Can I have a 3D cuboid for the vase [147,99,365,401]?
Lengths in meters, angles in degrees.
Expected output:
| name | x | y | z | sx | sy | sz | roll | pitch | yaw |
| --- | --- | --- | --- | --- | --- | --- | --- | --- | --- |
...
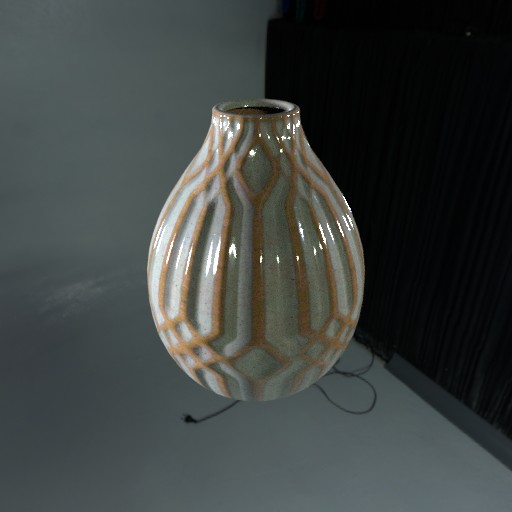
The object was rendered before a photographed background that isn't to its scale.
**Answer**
| name | x | y | z | sx | sy | sz | roll | pitch | yaw |
| --- | --- | --- | --- | --- | --- | --- | --- | --- | --- |
| vase | 0.000 | 0.000 | 0.268 | 0.131 | 0.175 | 0.131 | 0 | 30 | 0 |
